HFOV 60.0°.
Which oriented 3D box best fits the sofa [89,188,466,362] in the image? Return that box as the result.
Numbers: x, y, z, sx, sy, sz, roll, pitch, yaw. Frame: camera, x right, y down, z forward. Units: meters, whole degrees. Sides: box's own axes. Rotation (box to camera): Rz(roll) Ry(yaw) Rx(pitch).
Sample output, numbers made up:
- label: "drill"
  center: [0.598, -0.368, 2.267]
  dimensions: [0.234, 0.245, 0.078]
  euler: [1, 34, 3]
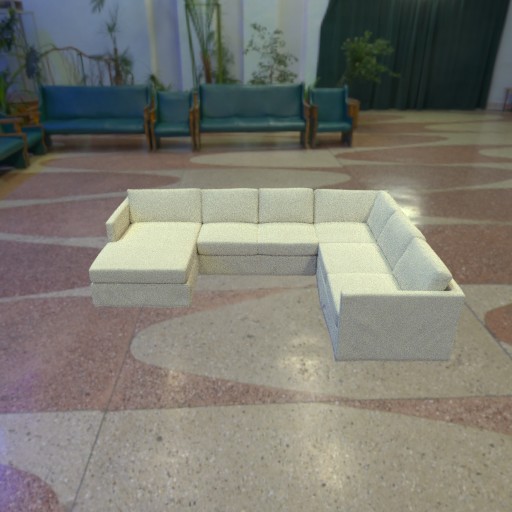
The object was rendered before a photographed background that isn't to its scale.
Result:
- label: "sofa"
  center: [0.000, 0.000, 4.804]
  dimensions: [3.464, 0.882, 2.448]
  euler: [0, 27, 0]
